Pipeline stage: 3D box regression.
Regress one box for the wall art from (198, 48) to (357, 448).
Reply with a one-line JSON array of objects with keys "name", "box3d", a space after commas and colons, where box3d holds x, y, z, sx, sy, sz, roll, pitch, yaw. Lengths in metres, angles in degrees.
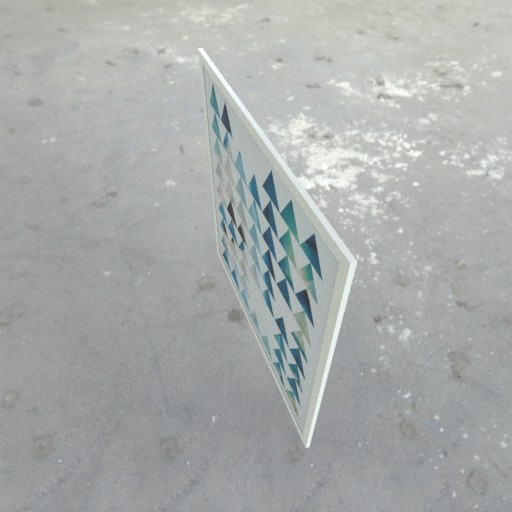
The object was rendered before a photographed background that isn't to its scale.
[{"name": "wall art", "box3d": [0.000, 0.000, 1.225, 0.012, 0.809, 0.809, -16, 50, -14]}]
